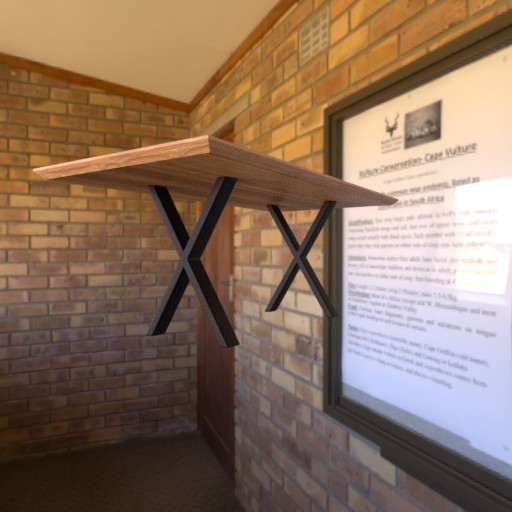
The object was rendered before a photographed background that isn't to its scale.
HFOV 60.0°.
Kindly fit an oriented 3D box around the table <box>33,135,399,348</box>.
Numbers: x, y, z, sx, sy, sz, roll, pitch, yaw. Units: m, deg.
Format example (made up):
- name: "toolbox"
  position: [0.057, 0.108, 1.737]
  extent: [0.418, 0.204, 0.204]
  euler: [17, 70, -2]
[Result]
- name: "table"
  position: [0.000, 0.000, 2.488]
  extent: [1.000, 0.770, 2.000]
  euler: [0, 1, 34]
